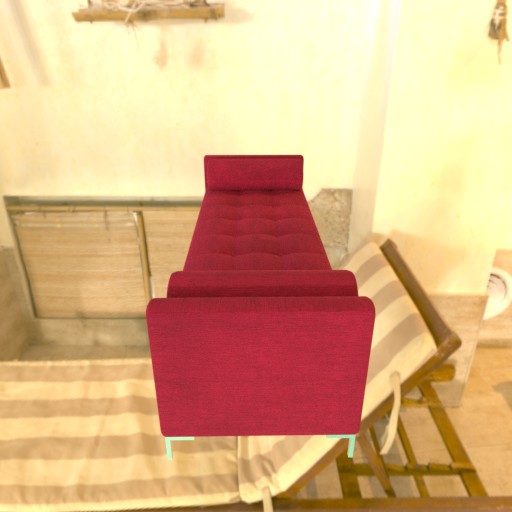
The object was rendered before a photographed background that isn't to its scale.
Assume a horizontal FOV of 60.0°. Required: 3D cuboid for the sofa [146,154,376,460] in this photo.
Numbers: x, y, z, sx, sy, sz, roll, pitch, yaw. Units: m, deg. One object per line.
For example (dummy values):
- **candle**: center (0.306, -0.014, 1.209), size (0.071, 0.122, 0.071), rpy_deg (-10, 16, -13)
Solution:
- **sofa**: center (0.000, 0.000, 2.310), size (0.686, 0.635, 1.981), rpy_deg (0, 26, -1)
